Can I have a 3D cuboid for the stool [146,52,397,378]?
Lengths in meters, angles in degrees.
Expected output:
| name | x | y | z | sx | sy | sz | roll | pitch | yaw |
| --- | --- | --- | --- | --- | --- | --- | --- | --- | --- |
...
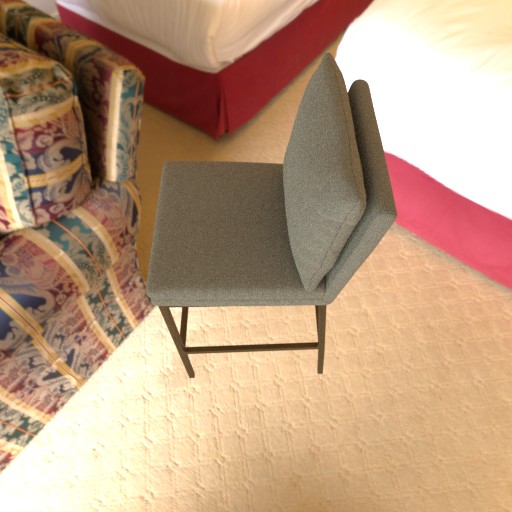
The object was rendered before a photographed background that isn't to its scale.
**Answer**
| name | x | y | z | sx | sy | sz | roll | pitch | yaw |
| --- | --- | --- | --- | --- | --- | --- | --- | --- | --- |
| stool | 0.000 | 0.000 | 1.409 | 0.569 | 1.132 | 0.463 | 0 | 58 | 0 |
